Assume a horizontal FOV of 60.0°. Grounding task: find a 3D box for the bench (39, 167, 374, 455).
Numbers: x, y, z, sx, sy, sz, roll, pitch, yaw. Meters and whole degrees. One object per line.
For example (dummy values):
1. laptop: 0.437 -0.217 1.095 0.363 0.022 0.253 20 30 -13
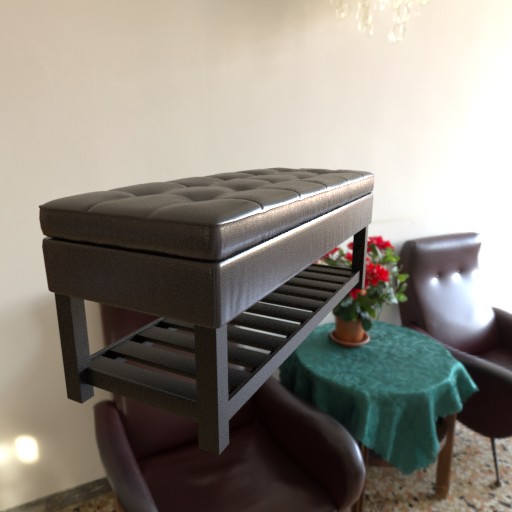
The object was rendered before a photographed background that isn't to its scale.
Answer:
1. bench: 0.000 0.000 1.312 0.432 0.460 1.105 8 17 26
